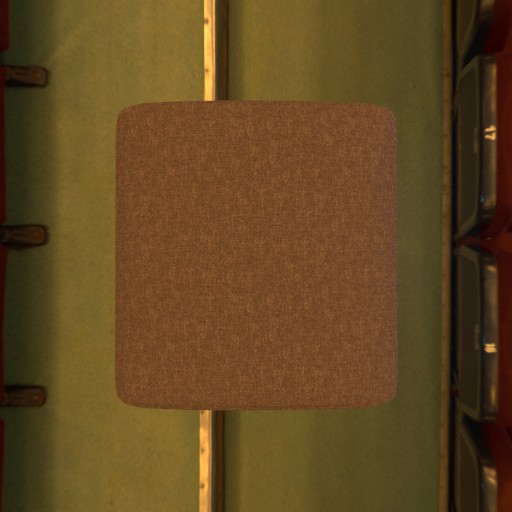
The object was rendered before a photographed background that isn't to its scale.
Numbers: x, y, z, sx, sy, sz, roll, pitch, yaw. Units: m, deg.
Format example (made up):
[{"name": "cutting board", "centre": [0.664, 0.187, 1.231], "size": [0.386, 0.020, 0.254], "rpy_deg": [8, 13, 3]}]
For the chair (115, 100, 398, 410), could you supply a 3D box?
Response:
[{"name": "chair", "centre": [0.000, 0.000, 0.905], "size": [0.530, 0.410, 0.530], "rpy_deg": [0, 89, 0]}]
